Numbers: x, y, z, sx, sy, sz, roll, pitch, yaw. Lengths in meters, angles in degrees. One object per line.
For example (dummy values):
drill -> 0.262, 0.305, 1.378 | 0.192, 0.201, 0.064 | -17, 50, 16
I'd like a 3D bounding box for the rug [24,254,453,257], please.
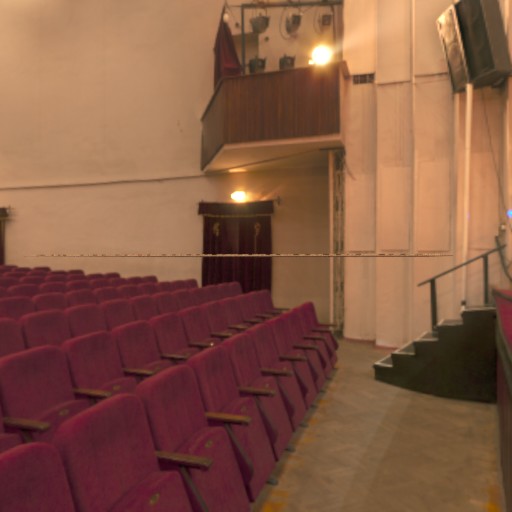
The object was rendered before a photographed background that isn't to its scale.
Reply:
rug -> 0.000, 0.000, 2.052 | 1.556, 0.006, 1.146 | 0, 0, 18
